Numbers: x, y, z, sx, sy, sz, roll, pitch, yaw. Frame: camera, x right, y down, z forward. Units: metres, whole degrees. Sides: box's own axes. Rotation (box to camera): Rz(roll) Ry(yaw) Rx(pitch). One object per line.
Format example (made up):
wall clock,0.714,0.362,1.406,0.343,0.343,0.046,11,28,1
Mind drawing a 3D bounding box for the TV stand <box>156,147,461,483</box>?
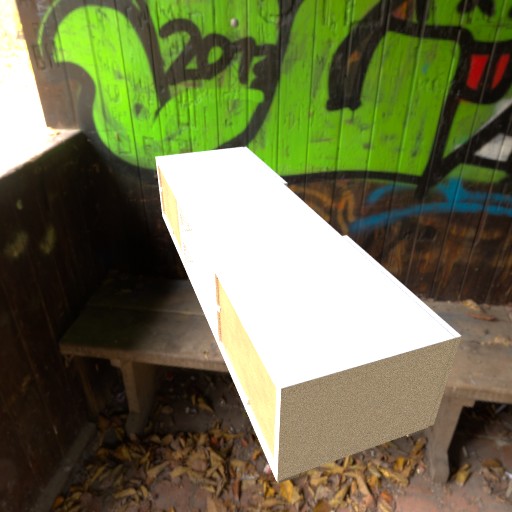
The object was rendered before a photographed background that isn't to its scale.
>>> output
TV stand,0.000,0.000,1.523,0.420,0.310,1.400,-11,33,-17
